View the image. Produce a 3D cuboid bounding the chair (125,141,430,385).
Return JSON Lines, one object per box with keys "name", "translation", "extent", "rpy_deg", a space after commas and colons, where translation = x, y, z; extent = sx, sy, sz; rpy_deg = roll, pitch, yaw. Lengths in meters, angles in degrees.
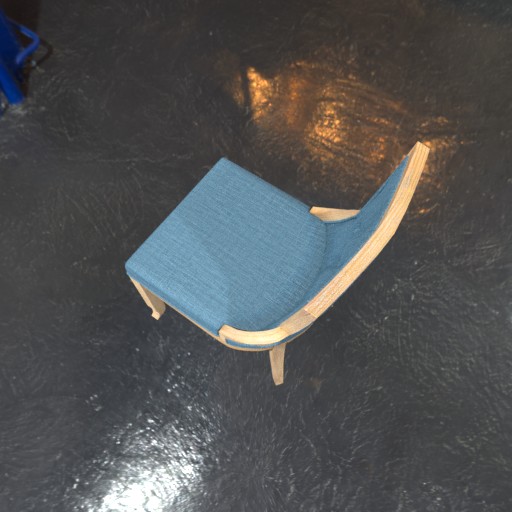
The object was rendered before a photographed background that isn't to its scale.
{"name": "chair", "translation": [0.000, 0.000, 1.345], "extent": [0.641, 0.947, 0.524], "rpy_deg": [32, 68, 15]}
